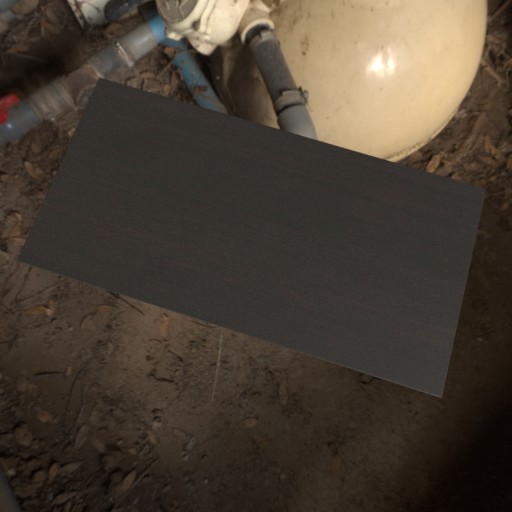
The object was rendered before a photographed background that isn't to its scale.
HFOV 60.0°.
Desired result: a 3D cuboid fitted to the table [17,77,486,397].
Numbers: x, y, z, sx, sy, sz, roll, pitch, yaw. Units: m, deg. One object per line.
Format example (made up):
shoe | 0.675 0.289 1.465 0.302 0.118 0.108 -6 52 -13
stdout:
table | 0.000 0.000 1.356 0.991 0.660 0.499 17 77 4
